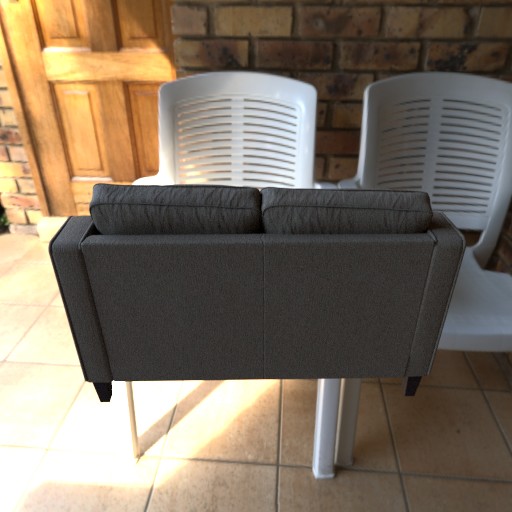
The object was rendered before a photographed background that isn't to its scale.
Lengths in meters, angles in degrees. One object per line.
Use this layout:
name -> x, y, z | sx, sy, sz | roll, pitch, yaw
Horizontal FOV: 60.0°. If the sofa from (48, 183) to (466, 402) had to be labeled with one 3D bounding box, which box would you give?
sofa -> 0.000, 0.000, 2.166 | 1.503, 0.981, 0.985 | -1, 30, -1
